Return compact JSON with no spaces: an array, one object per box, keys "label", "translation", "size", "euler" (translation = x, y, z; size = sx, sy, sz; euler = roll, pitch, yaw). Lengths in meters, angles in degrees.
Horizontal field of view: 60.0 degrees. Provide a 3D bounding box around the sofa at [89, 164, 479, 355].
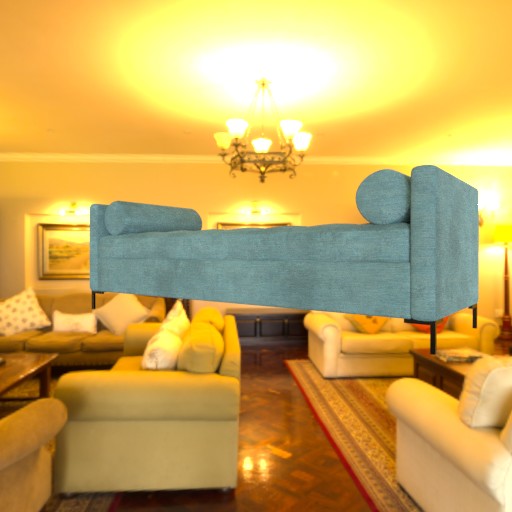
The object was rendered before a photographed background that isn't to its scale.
[{"label":"sofa","translation":[0.000,0.000,2.300],"size":[1.981,0.635,0.686],"euler":[0,0,37]}]
